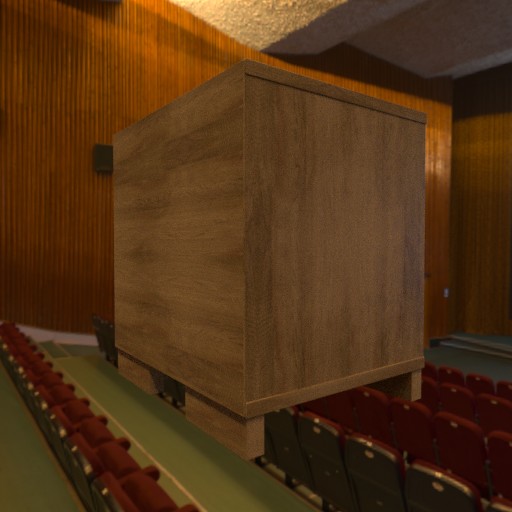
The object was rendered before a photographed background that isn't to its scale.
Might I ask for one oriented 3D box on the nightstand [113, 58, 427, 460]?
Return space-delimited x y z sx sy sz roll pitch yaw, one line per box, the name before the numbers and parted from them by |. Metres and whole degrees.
nightstand | 0.000 0.000 0.762 0.347 0.448 0.427 -1 2 -37
